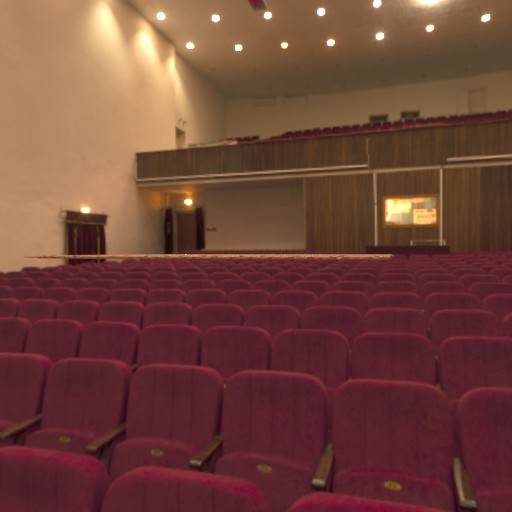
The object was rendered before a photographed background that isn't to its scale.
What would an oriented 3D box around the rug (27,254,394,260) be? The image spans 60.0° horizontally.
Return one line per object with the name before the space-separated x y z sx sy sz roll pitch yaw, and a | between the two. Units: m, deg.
rug | 0.000 0.000 4.892 2.892 0.036 3.585 0 0 18
